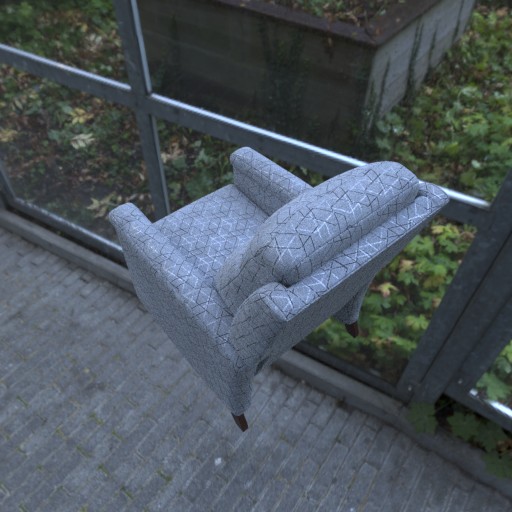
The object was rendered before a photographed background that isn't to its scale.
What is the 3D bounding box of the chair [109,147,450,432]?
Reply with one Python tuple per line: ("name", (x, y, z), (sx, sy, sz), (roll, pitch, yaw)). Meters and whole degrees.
("chair", (0.000, 0.000, 1.718), (0.753, 1.048, 0.987), (-32, 55, -26))
